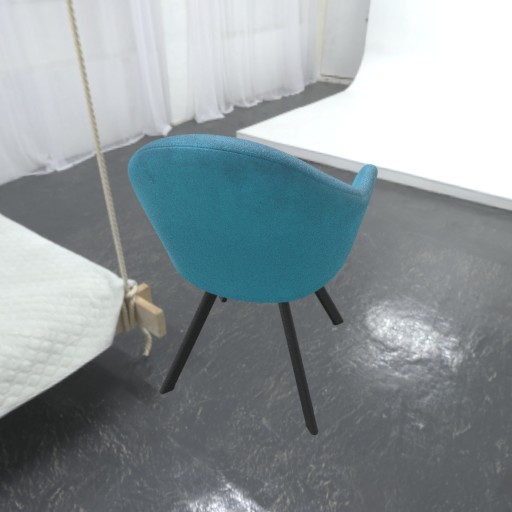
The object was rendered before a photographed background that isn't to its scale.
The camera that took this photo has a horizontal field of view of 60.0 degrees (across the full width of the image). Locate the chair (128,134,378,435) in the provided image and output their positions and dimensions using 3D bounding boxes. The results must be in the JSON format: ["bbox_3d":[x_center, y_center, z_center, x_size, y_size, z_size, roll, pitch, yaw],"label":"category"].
[{"bbox_3d":[0.000,0.000,1.163,0.540,0.780,0.570,10,34,15],"label":"chair"}]
